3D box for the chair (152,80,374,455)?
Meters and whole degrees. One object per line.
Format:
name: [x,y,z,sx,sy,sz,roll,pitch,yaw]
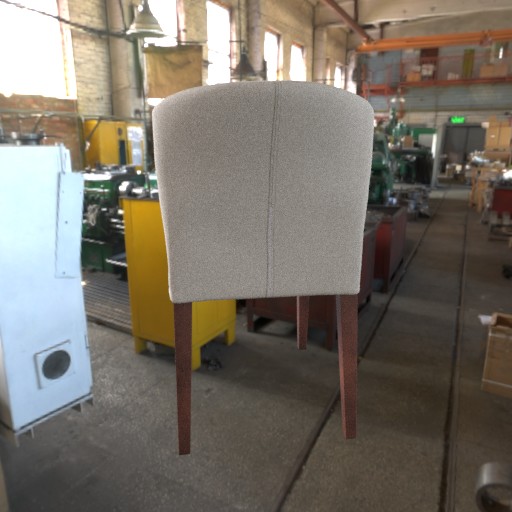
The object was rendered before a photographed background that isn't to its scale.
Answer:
chair: [0.000,0.000,1.214,0.491,0.839,0.592,-2,15,-8]
